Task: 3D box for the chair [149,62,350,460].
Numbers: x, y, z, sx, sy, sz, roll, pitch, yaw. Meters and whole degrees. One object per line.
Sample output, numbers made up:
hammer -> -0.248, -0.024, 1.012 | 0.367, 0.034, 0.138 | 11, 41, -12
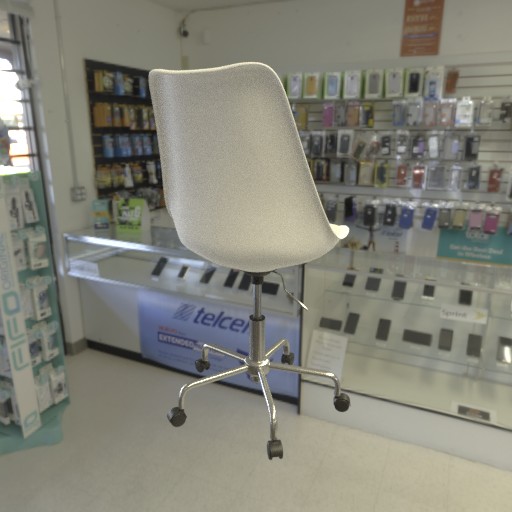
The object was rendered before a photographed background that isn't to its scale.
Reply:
chair -> 0.000, 0.000, 1.244 | 0.550, 0.930, 0.550 | 8, 18, 26
